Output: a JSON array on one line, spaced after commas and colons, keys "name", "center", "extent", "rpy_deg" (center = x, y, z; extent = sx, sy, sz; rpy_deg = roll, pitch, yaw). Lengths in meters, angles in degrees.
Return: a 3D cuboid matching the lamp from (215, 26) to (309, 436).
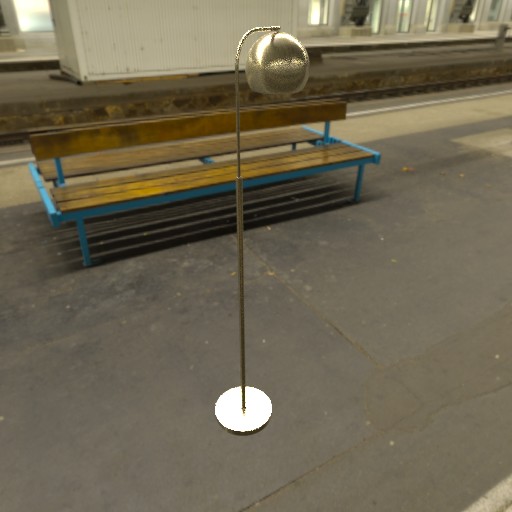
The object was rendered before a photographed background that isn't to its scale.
[{"name": "lamp", "center": [0.000, 0.000, 1.662], "extent": [0.250, 1.526, 0.431], "rpy_deg": [21, 35, 32]}]
